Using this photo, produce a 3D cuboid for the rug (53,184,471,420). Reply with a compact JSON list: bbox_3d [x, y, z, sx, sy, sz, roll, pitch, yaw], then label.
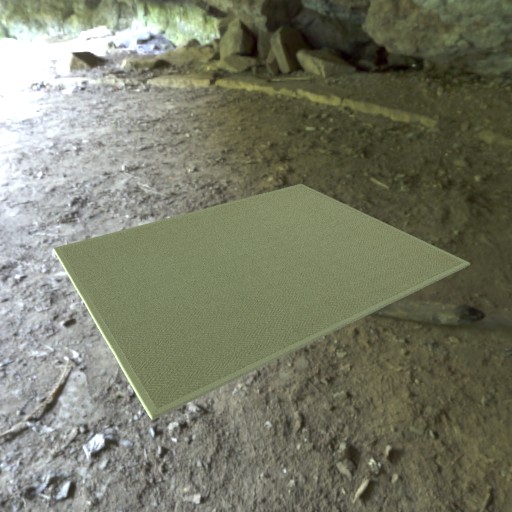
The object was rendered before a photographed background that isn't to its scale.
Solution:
[{"bbox_3d":[0.000,0.000,4.101,3.051,0.020,2.407,-19,35,-29],"label":"rug"}]
